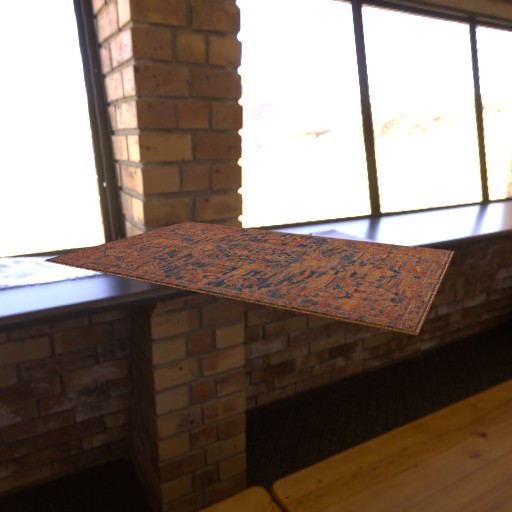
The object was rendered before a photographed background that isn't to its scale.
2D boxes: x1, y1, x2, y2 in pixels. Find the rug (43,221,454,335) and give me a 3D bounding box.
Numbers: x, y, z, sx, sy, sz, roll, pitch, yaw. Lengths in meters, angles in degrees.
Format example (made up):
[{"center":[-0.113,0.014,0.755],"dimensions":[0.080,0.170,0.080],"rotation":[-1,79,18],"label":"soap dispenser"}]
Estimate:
[{"center":[0.000,0.000,2.256],"dimensions":[1.758,0.013,1.148],"rotation":[8,17,27],"label":"rug"}]
